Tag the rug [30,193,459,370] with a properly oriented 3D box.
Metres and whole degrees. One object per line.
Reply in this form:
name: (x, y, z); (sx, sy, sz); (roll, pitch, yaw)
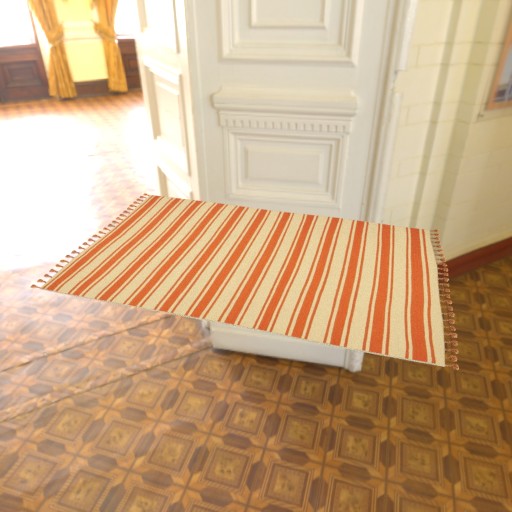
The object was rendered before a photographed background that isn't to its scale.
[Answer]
rug: (0.000, 0.000, 2.541); (2.092, 0.017, 1.232); (9, 33, 14)
